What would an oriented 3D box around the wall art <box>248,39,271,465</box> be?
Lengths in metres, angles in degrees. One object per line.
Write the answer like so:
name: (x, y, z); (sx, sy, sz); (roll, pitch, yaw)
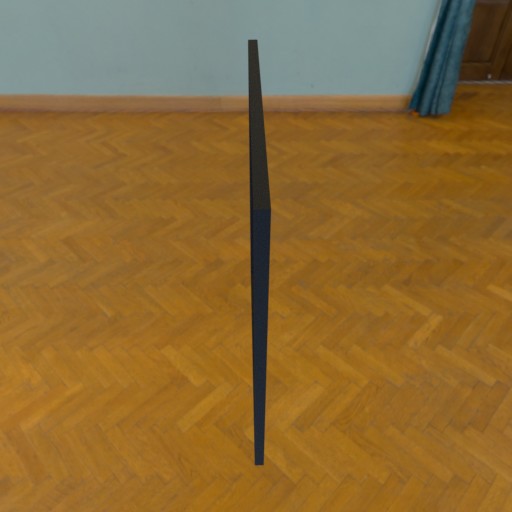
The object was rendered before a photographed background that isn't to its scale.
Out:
wall art: (0.000, 0.000, 0.496); (0.010, 0.361, 0.311); (-1, 43, -1)
